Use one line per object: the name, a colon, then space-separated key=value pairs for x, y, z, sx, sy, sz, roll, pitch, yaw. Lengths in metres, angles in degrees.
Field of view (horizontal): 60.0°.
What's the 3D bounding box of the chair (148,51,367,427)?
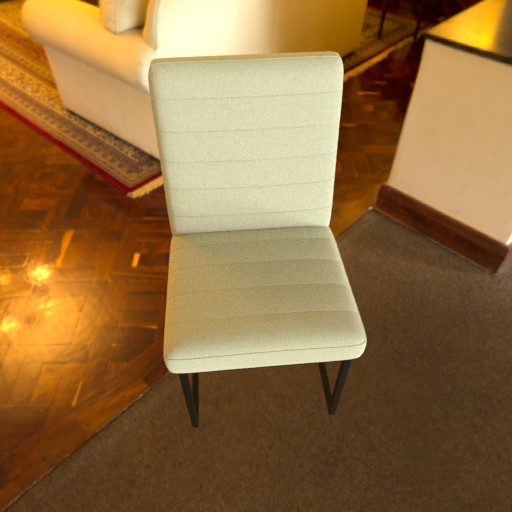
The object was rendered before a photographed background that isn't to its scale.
chair: x=0.000 y=0.000 z=1.297 sx=0.520 sy=0.930 sz=0.634 roll=-4 pitch=47 yaw=-4
